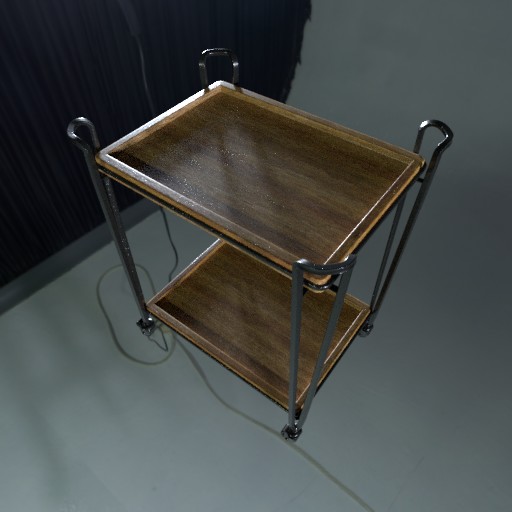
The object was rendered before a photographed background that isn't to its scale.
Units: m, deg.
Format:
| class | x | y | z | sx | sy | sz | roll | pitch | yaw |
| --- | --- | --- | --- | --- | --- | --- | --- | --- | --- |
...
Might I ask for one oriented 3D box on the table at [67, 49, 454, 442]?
| class | x | y | z | sx | sy | sz | roll | pitch | yaw |
| --- | --- | --- | --- | --- | --- | --- | --- | --- | --- |
| table | 0.000 | 0.000 | 1.196 | 0.672 | 0.785 | 0.505 | 29 | 54 | 24 |
